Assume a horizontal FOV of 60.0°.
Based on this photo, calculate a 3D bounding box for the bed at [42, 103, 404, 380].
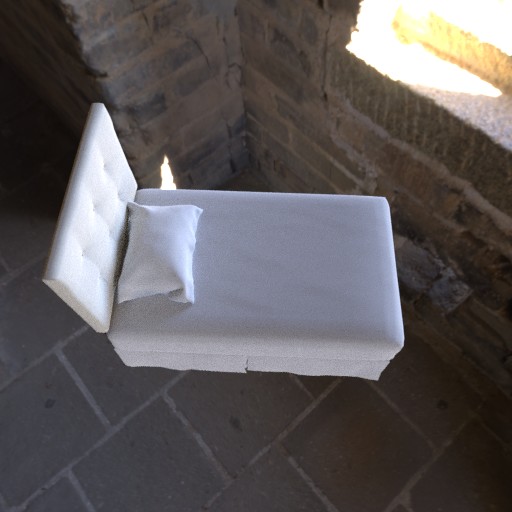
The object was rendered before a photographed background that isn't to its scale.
[{"bbox_3d":[0.000,0.000,2.992,1.997,1.571,1.261,2,63,1],"label":"bed"}]
